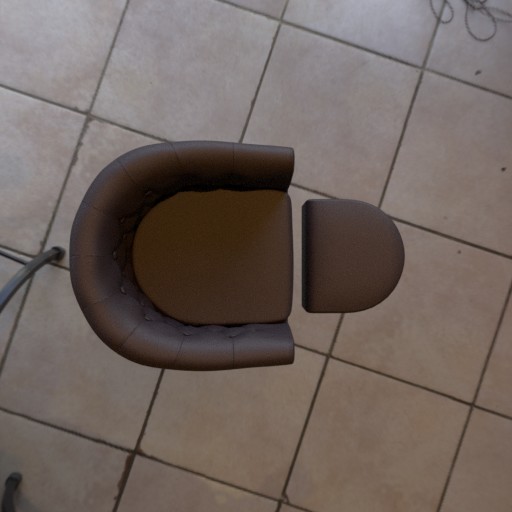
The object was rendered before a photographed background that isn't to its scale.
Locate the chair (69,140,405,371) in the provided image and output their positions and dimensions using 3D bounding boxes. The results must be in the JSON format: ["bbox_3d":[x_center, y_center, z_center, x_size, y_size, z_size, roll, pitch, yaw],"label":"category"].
[{"bbox_3d":[0.000,0.000,1.727,1.191,0.760,0.763,0,90,0],"label":"chair"}]
